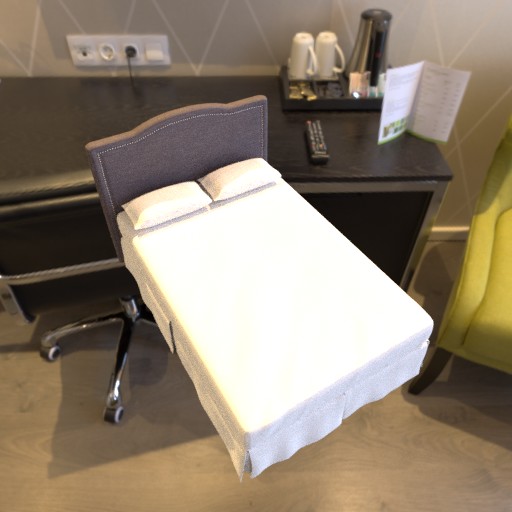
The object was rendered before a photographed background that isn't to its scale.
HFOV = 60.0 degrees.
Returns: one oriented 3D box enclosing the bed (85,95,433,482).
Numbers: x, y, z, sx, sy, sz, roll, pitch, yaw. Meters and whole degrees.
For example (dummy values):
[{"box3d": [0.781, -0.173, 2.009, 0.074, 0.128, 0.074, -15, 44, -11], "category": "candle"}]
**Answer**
[{"box3d": [0.000, 0.000, 3.542, 1.741, 1.441, 2.507, -23, 50, -21], "category": "bed"}]
